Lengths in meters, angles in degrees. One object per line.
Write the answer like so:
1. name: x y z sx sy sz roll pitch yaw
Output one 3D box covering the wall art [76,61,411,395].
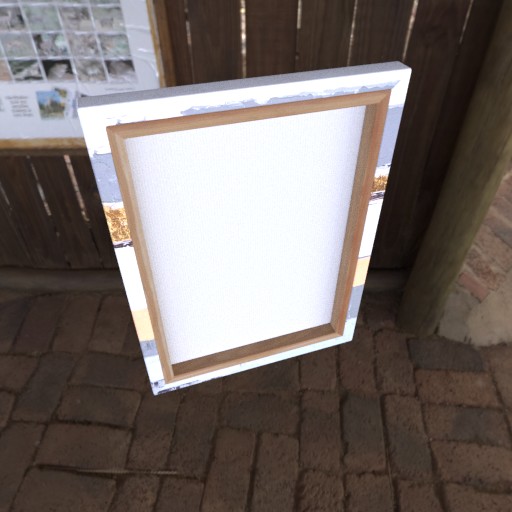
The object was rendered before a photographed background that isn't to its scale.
1. wall art: 0.000 0.000 0.786 0.456 0.609 0.038 -12 42 -14
